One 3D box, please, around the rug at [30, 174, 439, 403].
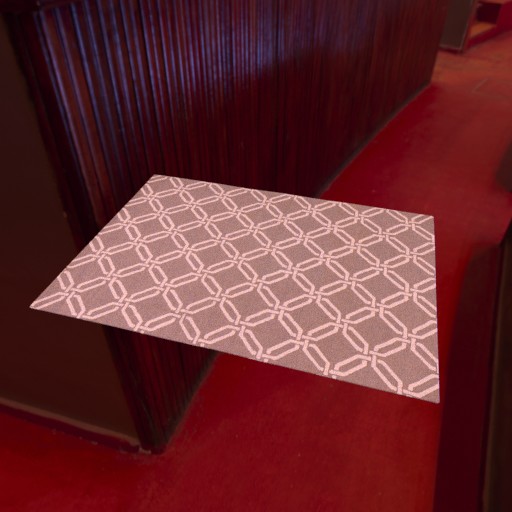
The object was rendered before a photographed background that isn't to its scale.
[{"bbox_3d":[0.000,0.000,4.403,3.419,0.020,2.441,10,41,12],"label":"rug"}]
